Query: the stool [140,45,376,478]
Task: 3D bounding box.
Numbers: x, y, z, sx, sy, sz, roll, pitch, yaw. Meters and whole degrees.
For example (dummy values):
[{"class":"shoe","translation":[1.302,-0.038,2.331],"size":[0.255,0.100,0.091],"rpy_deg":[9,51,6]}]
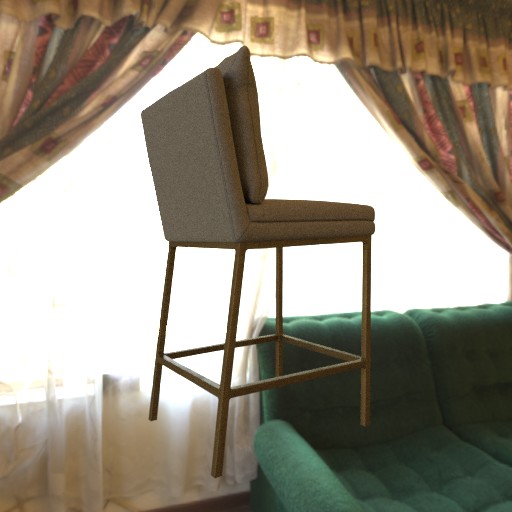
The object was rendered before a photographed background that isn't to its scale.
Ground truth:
[{"class":"stool","translation":[0.000,0.000,1.355],"size":[0.569,1.030,0.463],"rpy_deg":[-2,3,-35]}]
